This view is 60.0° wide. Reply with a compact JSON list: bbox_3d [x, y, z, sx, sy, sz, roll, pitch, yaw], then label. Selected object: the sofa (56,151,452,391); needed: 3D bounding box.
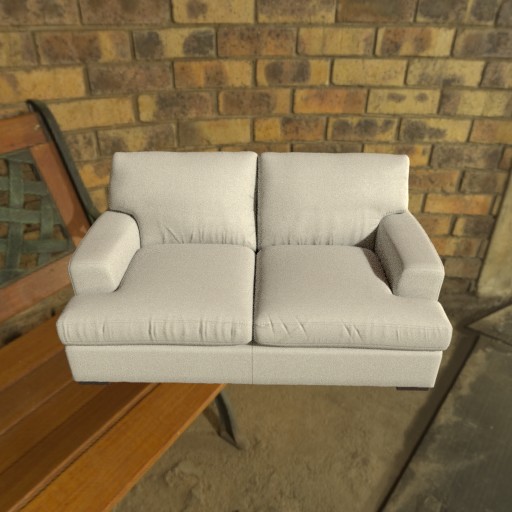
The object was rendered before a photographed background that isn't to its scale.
[{"bbox_3d":[0.000,0.000,2.457,1.880,0.940,1.143,1,30,1],"label":"sofa"}]
